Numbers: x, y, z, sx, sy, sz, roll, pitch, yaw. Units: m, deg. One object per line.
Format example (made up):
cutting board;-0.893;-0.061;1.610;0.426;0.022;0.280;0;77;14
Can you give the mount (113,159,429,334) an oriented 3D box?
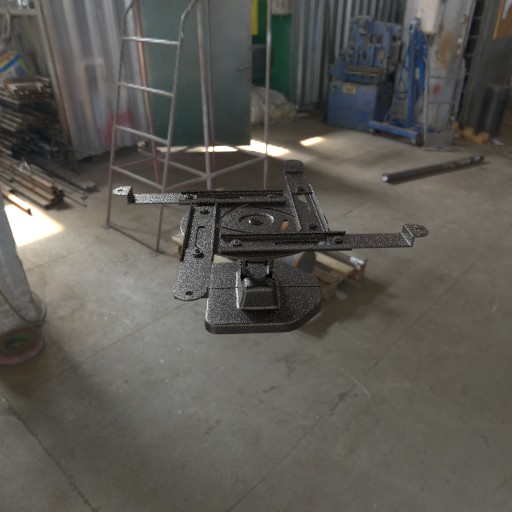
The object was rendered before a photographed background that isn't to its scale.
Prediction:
mount;0.000;0.000;0.603;0.394;0.141;0.394;-1;30;-2
